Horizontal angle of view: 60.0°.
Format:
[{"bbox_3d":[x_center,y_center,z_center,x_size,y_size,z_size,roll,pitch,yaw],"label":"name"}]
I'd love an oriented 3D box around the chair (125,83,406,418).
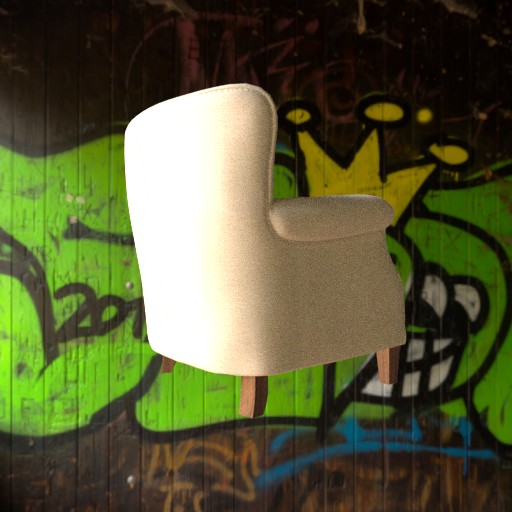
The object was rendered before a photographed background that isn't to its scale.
[{"bbox_3d":[0.000,0.000,1.658,0.921,0.936,0.861,0,0,-34],"label":"chair"}]
